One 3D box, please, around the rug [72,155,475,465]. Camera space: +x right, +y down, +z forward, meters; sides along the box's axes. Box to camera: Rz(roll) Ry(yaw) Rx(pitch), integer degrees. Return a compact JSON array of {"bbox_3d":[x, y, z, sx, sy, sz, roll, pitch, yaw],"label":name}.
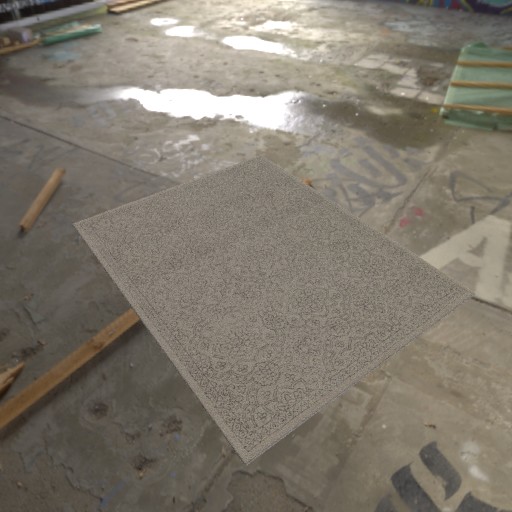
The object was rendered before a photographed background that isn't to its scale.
[{"bbox_3d":[0.000,0.000,4.182,2.441,0.015,3.050,-26,48,-27],"label":"rug"}]
